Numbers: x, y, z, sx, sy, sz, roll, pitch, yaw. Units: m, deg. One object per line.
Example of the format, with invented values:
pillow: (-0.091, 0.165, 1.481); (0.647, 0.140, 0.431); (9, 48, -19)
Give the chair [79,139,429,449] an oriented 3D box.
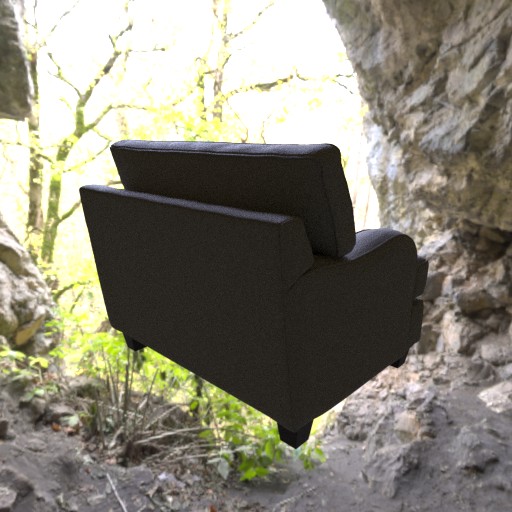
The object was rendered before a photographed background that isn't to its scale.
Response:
chair: (0.000, 0.000, 1.998); (1.220, 1.016, 1.040); (15, 21, 42)
